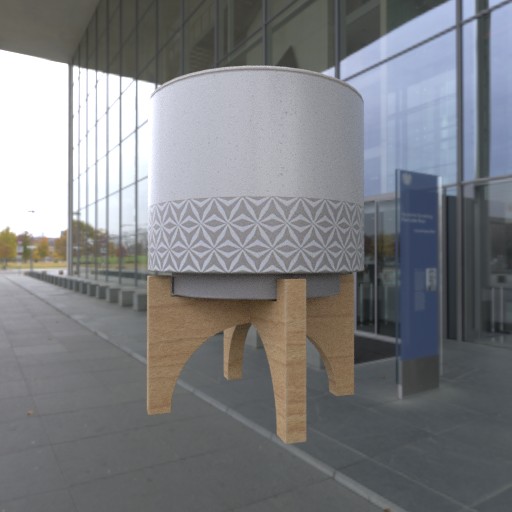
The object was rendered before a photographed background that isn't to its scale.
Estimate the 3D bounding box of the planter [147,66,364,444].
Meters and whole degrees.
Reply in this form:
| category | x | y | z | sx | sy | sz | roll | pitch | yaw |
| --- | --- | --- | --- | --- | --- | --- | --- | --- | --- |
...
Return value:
| category | x | y | z | sx | sy | sz | roll | pitch | yaw |
| --- | --- | --- | --- | --- | --- | --- | --- | --- | --- |
| planter | 0.000 | 0.000 | 0.396 | 0.188 | 0.260 | 0.188 | 0 | -1 | 0 |
